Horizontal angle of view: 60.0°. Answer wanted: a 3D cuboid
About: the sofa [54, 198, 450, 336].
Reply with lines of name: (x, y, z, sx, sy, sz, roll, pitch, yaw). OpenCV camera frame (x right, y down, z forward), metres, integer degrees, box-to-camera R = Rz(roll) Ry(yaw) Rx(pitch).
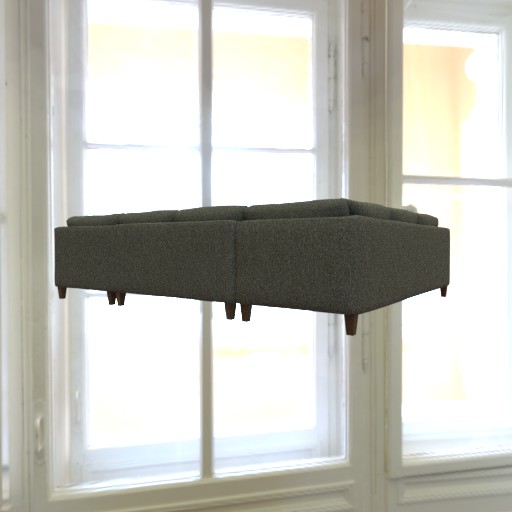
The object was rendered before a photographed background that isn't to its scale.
sofa: (0.000, 0.000, 4.531, 3.238, 0.853, 2.551, 1, 2, 35)
